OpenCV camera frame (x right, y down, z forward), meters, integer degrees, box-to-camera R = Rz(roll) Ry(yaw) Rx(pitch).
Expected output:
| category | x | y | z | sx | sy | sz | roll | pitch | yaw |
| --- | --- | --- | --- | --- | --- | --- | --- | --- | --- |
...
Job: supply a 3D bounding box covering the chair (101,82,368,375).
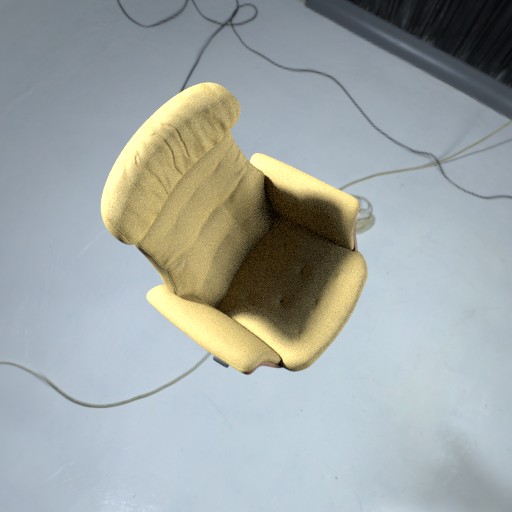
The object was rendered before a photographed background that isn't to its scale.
| category | x | y | z | sx | sy | sz | roll | pitch | yaw |
| --- | --- | --- | --- | --- | --- | --- | --- | --- | --- |
| chair | 0.000 | 0.000 | 1.642 | 0.837 | 0.995 | 0.785 | 34 | 77 | 9 |
